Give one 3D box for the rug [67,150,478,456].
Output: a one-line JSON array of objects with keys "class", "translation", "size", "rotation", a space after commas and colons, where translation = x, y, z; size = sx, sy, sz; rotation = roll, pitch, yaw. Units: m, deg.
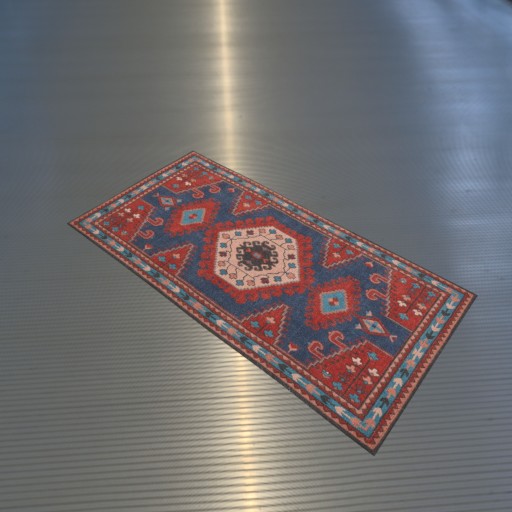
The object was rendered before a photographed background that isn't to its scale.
[{"class": "rug", "translation": [0.000, 0.000, 3.567], "size": [3.032, 0.034, 1.522], "rotation": [31, 53, 27]}]
